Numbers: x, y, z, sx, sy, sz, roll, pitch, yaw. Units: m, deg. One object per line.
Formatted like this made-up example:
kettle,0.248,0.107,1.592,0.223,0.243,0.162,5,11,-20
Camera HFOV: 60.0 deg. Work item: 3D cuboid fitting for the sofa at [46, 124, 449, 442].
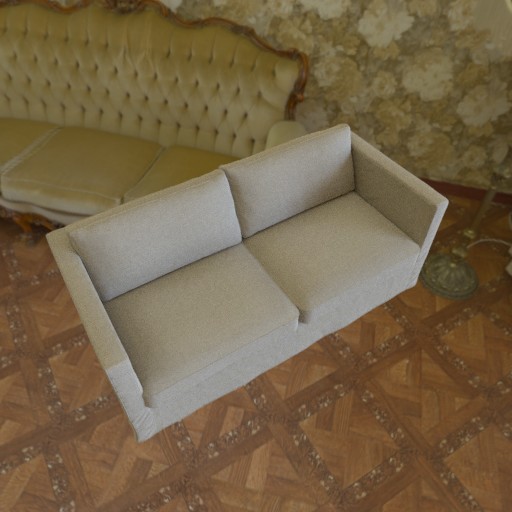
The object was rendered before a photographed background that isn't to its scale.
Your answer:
sofa,0.000,0.000,2.541,1.987,0.847,0.956,-25,52,-21
